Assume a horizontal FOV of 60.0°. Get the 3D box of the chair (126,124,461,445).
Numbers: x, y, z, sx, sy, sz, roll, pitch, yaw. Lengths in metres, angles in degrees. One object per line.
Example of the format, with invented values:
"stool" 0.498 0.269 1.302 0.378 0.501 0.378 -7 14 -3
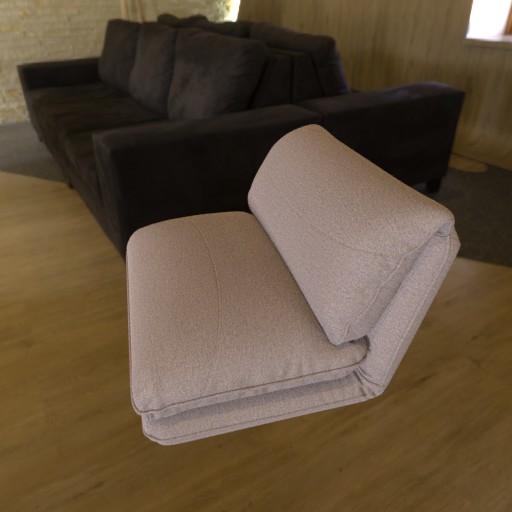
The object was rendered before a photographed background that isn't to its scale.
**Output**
"chair" 0.000 0.000 1.328 0.780 0.580 0.820 -8 31 -13
